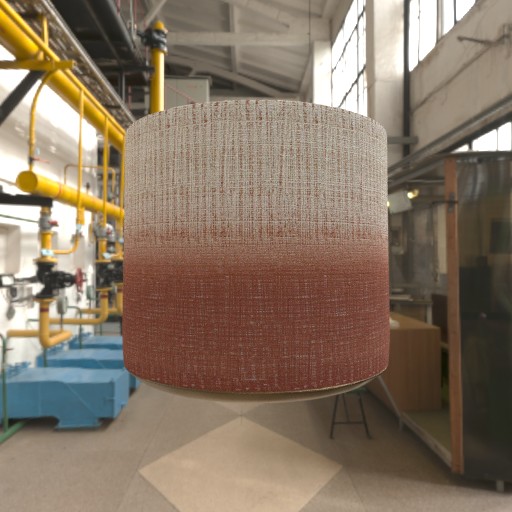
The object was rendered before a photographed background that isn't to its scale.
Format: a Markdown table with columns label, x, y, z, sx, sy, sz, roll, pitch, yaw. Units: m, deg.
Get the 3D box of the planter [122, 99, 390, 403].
| label | x | y | z | sx | sy | sz | roll | pitch | yaw |
| --- | --- | --- | --- | --- | --- | --- | --- | --- | --- |
| planter | 0.000 | 0.000 | 0.308 | 0.178 | 0.157 | 0.178 | 0 | 0 | 0 |
